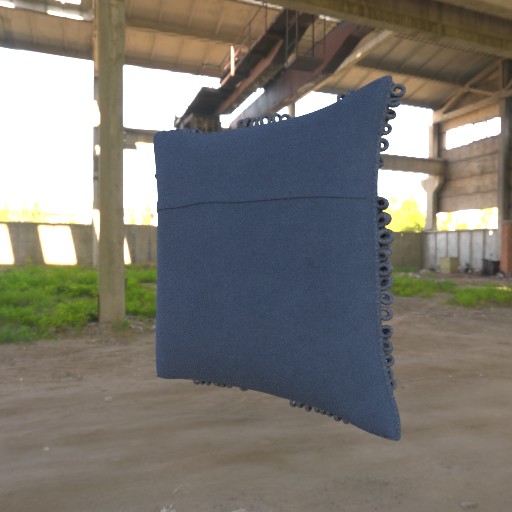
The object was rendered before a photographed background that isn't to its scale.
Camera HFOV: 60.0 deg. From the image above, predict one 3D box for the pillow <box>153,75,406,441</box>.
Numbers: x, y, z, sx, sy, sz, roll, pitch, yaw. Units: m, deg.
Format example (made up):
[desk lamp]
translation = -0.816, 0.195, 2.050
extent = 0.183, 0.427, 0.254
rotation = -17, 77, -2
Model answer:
[pillow]
translation = 0.000, 0.000, 0.705
extent = 0.469, 0.466, 0.172
rotation = 1, 1, 36
